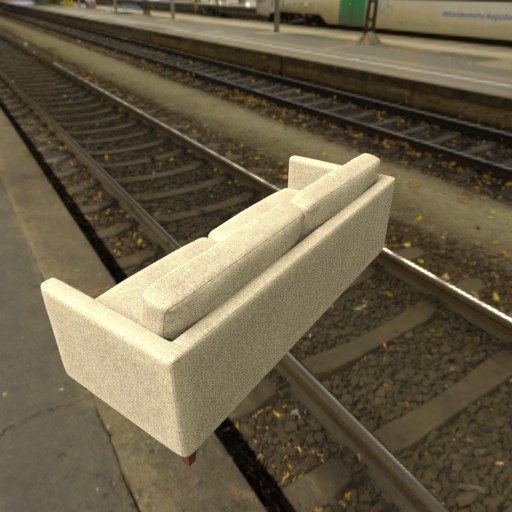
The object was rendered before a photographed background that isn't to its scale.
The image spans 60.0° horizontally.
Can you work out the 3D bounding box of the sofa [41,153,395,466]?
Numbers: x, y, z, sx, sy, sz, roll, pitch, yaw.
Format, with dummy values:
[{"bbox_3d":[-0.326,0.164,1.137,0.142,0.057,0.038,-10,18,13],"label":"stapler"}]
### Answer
[{"bbox_3d":[0.000,0.000,2.924,0.948,0.951,2.434,20,37,30],"label":"sofa"}]
